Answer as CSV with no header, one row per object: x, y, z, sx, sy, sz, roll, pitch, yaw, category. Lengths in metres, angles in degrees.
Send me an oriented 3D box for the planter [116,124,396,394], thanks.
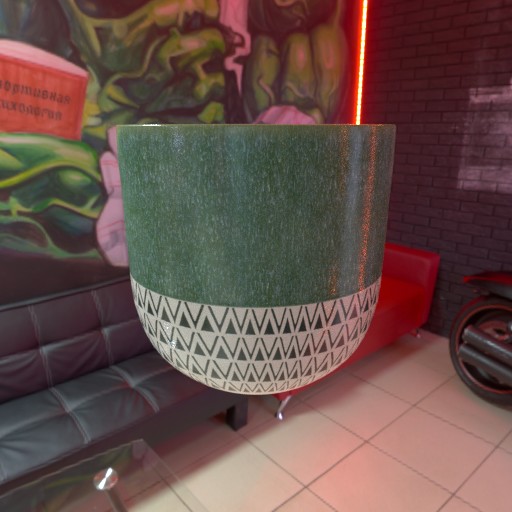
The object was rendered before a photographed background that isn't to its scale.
0.000,0.000,0.476,0.266,0.270,0.266,0,16,0,planter
